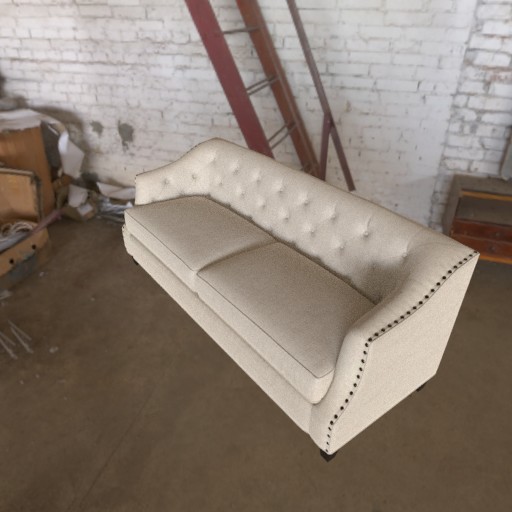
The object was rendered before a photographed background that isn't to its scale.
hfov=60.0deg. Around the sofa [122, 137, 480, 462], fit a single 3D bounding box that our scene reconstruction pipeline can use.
[{"bbox_3d":[0.000,0.000,2.768,0.914,0.901,2.235,-22,38,-31],"label":"sofa"}]
